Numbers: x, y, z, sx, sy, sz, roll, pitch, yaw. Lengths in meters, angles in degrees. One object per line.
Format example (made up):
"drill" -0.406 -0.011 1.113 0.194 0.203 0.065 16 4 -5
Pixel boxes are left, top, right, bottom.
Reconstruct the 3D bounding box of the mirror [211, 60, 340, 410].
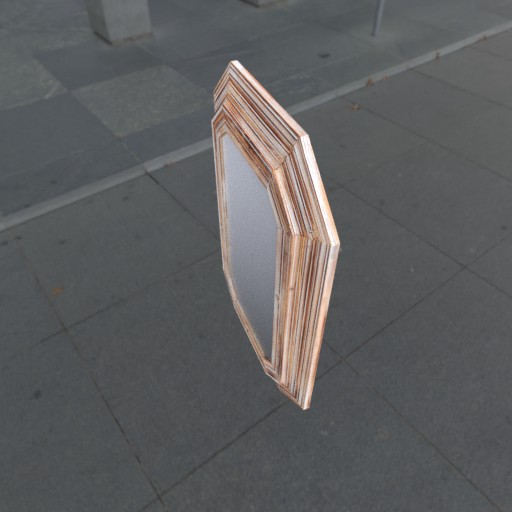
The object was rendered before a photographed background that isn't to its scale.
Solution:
"mirror" 0.000 0.000 1.340 0.061 1.015 0.709 -17 48 -16
